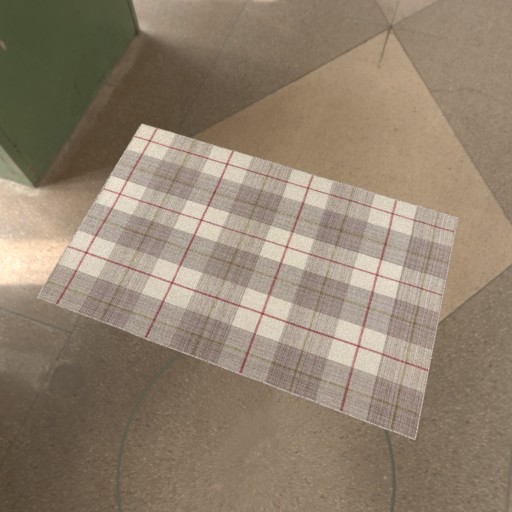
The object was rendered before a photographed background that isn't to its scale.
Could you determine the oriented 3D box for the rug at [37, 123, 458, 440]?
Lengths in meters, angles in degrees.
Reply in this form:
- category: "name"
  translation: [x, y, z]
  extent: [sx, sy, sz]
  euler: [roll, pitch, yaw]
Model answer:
- category: "rug"
  translation: [0.000, 0.000, 2.978]
  extent: [2.464, 0.010, 1.549]
  euler: [18, 66, 8]
